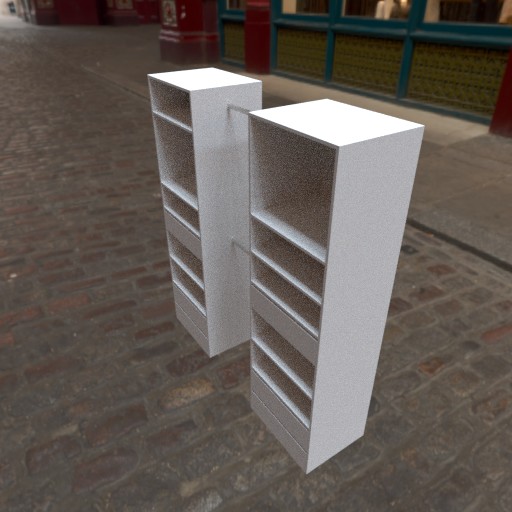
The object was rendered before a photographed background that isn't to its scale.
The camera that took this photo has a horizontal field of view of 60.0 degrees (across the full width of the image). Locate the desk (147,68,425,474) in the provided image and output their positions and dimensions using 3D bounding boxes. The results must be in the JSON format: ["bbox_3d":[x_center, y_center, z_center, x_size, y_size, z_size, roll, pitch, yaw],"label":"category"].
[{"bbox_3d":[0.000,0.000,2.863,0.480,2.000,1.770,-20,37,-29],"label":"desk"}]
